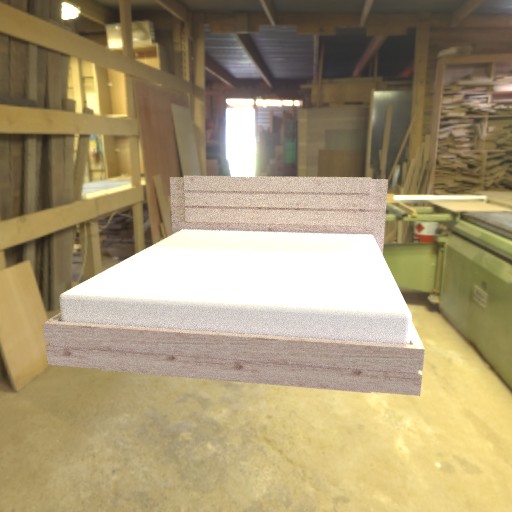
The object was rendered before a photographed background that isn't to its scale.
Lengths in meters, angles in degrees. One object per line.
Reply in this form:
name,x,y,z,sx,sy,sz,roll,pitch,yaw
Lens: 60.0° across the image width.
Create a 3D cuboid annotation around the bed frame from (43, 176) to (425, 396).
bed frame,0.000,0.000,3.078,1.950,0.970,2.080,2,14,9
